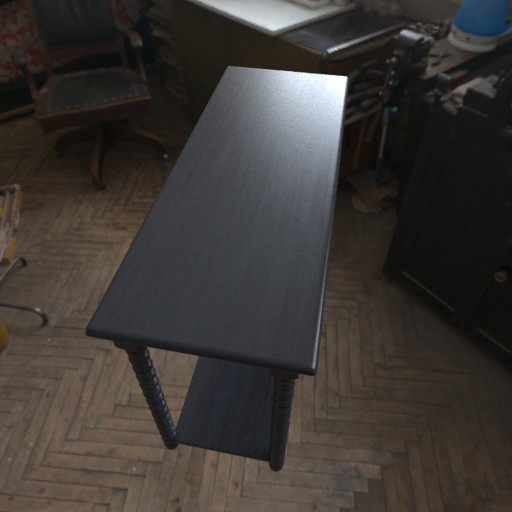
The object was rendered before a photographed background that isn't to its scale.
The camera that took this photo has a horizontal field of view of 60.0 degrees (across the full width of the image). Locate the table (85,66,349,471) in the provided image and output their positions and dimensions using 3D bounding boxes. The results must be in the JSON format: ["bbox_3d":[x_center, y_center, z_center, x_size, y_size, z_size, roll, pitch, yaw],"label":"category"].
[{"bbox_3d":[0.000,0.000,1.494,0.459,0.735,1.184,8,48,8],"label":"table"}]
